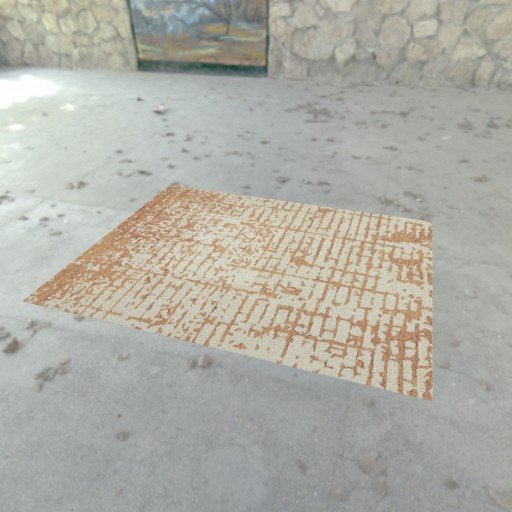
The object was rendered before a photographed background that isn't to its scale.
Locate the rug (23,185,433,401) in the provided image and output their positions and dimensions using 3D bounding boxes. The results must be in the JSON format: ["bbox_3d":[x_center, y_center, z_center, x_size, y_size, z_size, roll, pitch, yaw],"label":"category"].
[{"bbox_3d":[0.000,0.000,4.046,3.050,0.011,2.441,10,33,16],"label":"rug"}]
